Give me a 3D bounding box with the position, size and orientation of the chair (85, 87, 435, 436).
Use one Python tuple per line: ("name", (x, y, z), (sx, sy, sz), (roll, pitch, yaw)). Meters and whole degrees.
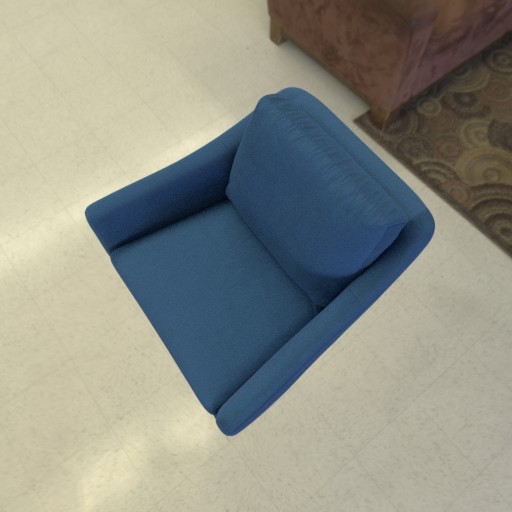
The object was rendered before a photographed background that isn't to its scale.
("chair", (0.000, 0.000, 1.751), (0.961, 0.899, 0.987), (-33, 69, -14))
